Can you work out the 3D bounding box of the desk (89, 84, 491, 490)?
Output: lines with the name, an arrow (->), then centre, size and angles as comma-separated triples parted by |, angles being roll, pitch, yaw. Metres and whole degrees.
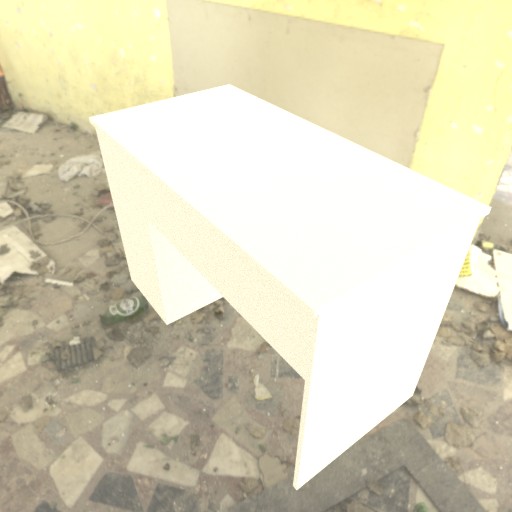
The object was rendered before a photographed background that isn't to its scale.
desk -> 0.000, 0.000, 1.482 | 0.560, 0.735, 1.097 | -25, 45, -28
